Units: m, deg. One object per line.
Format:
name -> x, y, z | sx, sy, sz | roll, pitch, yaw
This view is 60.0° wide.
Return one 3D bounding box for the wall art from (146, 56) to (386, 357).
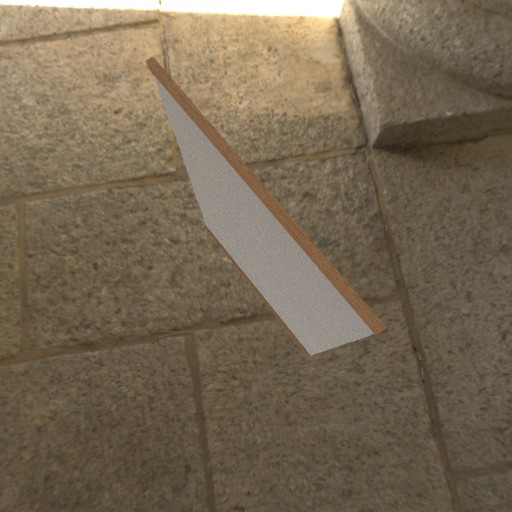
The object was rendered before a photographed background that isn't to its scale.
wall art -> 0.000, 0.000, 1.936 | 0.025, 1.521, 1.011 | -37, 78, -9
